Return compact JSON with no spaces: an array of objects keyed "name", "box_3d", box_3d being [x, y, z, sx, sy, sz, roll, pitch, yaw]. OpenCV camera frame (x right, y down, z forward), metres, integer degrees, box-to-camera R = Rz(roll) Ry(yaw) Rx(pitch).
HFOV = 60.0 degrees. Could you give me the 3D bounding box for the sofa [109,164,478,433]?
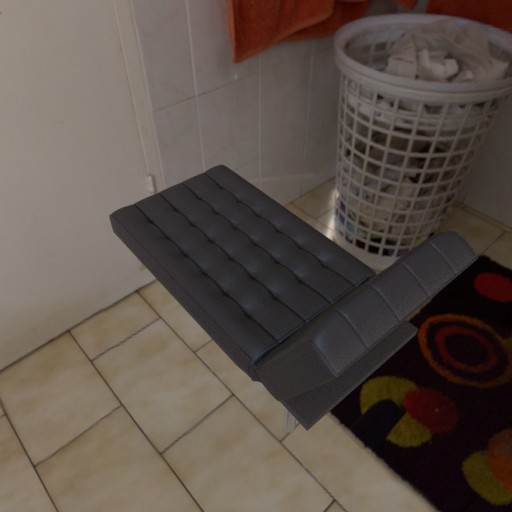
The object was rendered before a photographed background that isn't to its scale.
[{"name":"sofa","box_3d":[0.000,0.000,2.056,0.760,0.820,1.560,-31,52,-27]}]
